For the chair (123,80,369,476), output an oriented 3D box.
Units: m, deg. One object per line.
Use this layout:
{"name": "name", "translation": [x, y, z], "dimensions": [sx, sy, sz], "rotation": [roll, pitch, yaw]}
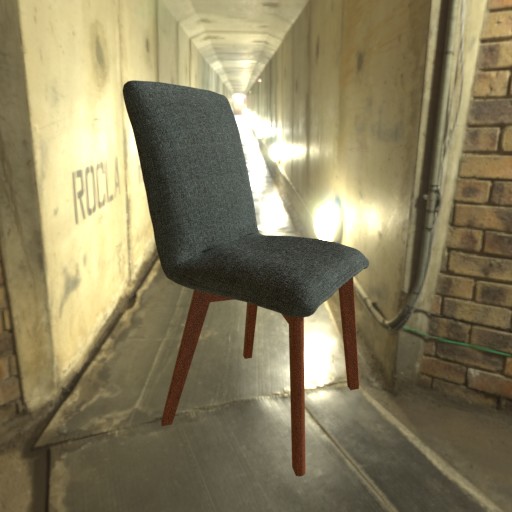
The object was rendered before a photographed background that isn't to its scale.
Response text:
{"name": "chair", "translation": [0.000, 0.000, 1.320], "dimensions": [0.563, 0.974, 0.522], "rotation": [9, 17, 29]}
